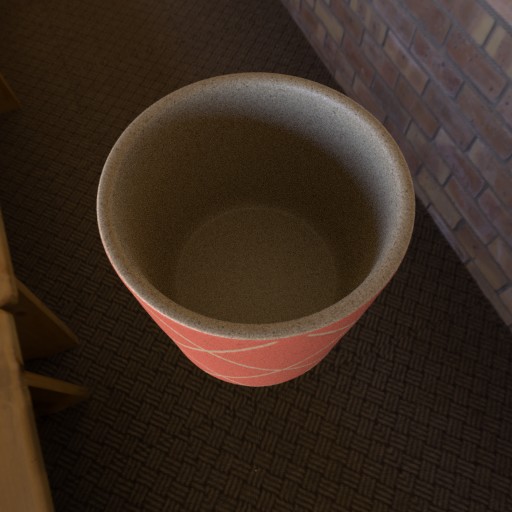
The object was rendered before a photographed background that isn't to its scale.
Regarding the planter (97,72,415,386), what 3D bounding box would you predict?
[{"bbox_3d":[0.000,0.000,0.423,0.227,0.235,0.227,0,64,0],"label":"planter"}]
